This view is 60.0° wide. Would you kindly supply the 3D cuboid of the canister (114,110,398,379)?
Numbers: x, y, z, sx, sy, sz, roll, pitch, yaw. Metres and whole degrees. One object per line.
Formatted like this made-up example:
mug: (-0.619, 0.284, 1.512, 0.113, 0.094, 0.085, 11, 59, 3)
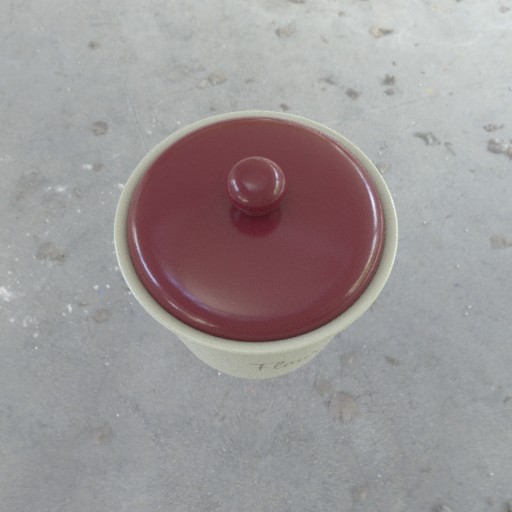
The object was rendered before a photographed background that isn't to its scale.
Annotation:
canister: (0.000, 0.000, 0.338, 0.182, 0.208, 0.182, 0, 63, 0)
